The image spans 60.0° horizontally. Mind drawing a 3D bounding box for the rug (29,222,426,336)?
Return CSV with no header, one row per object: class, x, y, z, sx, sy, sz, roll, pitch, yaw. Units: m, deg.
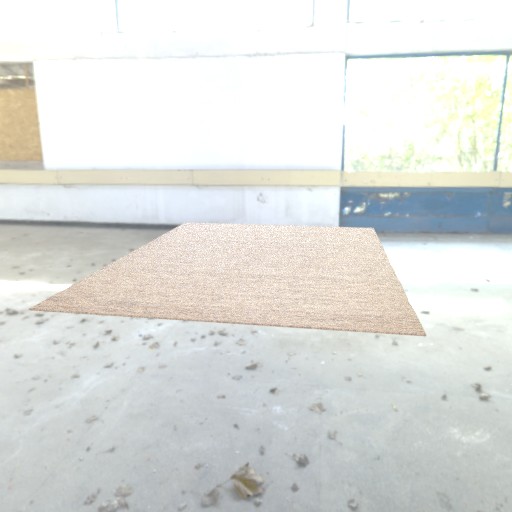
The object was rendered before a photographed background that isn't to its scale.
rug,0.000,0.000,4.187,2.448,0.013,3.205,2,15,9
